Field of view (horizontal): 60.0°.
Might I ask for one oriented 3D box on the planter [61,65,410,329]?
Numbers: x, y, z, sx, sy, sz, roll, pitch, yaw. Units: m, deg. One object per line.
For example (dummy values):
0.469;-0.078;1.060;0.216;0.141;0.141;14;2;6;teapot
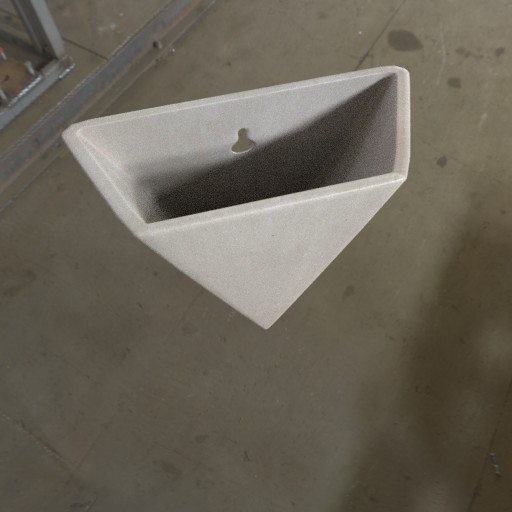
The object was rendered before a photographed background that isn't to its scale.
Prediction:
0.000;0.000;0.263;0.150;0.197;0.060;-13;64;-6;planter
